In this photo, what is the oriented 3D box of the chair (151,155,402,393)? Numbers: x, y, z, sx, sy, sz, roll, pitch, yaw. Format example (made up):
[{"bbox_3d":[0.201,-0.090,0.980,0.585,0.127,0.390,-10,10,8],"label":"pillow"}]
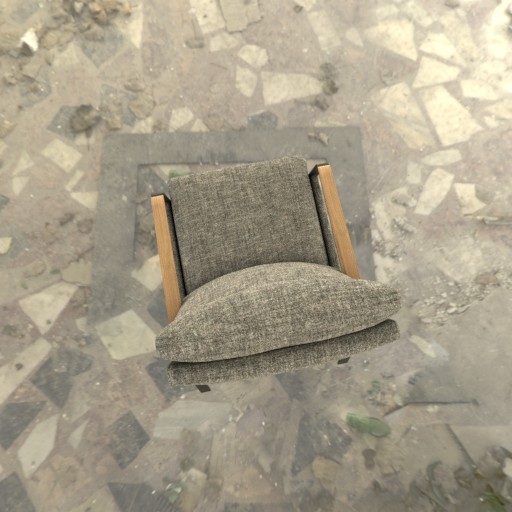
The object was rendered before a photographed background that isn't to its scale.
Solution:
[{"bbox_3d":[0.000,0.000,1.607,0.671,1.042,0.868,-11,75,-3],"label":"chair"}]
